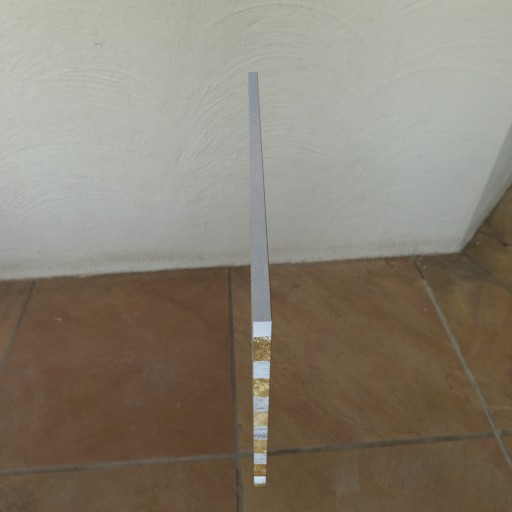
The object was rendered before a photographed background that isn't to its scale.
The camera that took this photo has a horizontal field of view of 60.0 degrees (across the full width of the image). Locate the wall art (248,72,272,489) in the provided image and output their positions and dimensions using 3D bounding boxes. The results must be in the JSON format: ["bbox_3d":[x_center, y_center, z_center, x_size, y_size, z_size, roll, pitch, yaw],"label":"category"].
[{"bbox_3d":[0.000,0.000,1.165,0.027,0.610,0.932,-1,43,-1],"label":"wall art"}]
